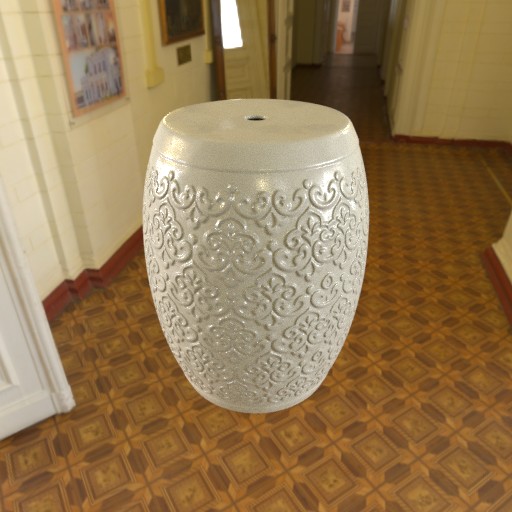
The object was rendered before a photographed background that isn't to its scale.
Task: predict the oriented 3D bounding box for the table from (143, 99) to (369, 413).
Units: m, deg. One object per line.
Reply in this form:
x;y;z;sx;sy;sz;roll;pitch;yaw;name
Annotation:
0.000;0.000;0.642;0.309;0.397;0.309;0;30;0;table
